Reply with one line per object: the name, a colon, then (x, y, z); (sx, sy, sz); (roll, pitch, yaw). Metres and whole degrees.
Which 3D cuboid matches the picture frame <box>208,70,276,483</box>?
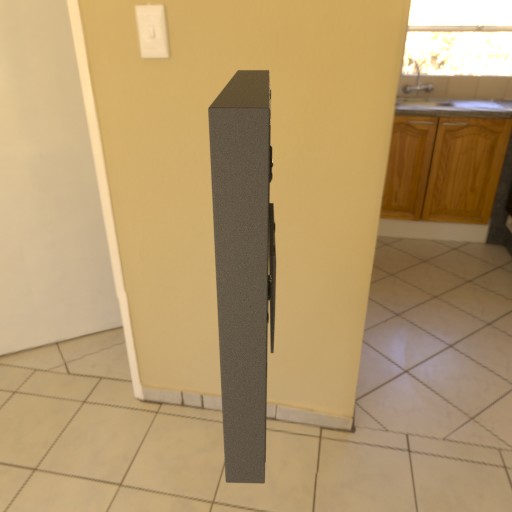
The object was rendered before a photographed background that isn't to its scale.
picture frame: (0.000, 0.000, 0.389); (0.042, 0.284, 0.232); (1, 27, 1)
